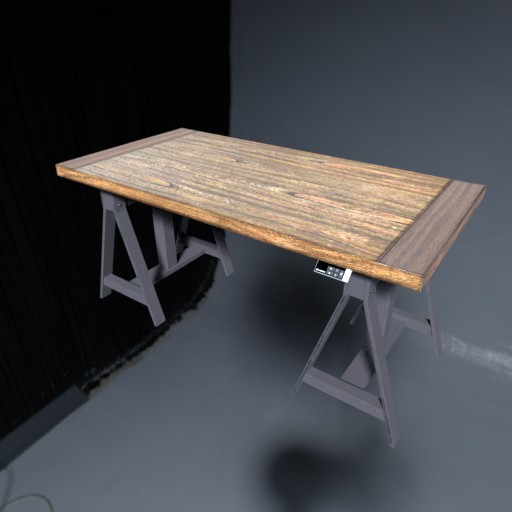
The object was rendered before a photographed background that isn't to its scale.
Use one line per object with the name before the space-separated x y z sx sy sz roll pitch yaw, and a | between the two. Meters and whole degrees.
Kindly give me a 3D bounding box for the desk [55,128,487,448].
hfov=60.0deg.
desk | 0.000 0.000 1.910 1.543 0.725 0.784 19 35 30
